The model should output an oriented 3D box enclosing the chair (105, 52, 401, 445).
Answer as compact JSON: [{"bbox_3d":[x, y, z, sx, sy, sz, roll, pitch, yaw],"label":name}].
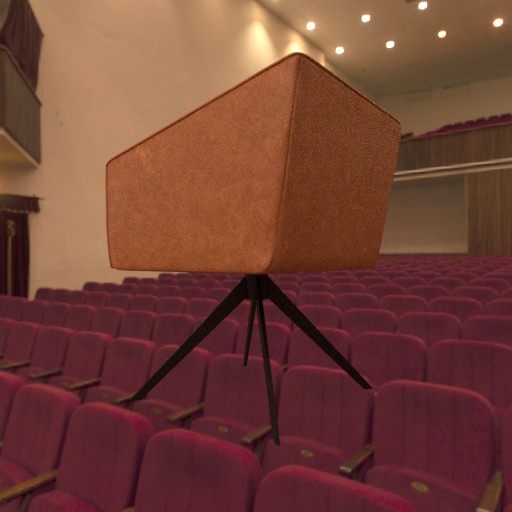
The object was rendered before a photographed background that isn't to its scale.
[{"bbox_3d":[0.000,0.000,1.225,0.625,0.760,0.588,0,0,37],"label":"chair"}]
